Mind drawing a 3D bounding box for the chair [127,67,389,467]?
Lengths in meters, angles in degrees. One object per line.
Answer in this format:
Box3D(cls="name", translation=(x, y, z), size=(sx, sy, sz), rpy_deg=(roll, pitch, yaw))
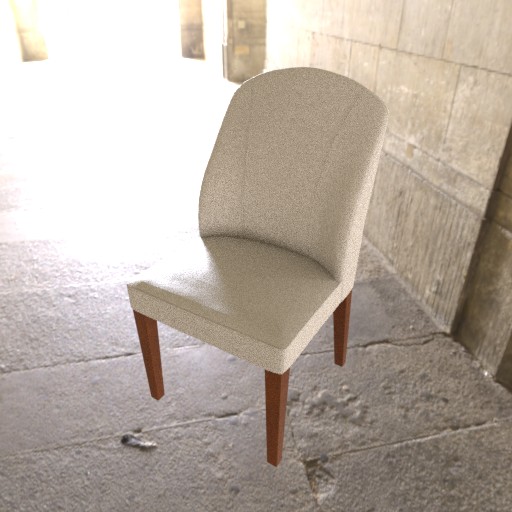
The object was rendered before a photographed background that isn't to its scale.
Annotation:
Box3D(cls="chair", translation=(0.000, 0.000, 1.201), size=(0.472, 0.893, 0.540), rpy_deg=(18, 35, 27))
